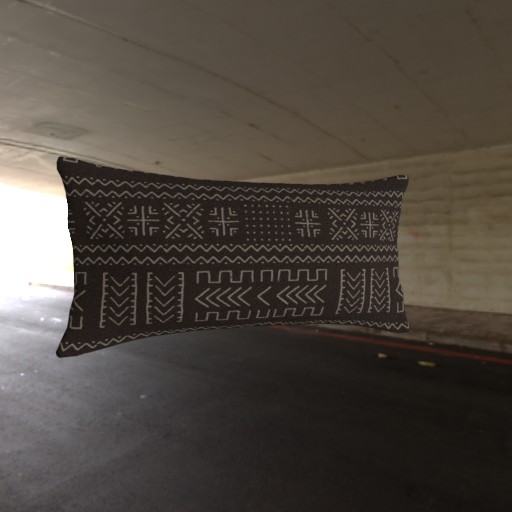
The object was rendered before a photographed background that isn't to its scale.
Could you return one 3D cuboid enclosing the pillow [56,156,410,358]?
[{"bbox_3d":[0.000,0.000,0.798,0.667,0.322,0.135,0,2,-18],"label":"pillow"}]
